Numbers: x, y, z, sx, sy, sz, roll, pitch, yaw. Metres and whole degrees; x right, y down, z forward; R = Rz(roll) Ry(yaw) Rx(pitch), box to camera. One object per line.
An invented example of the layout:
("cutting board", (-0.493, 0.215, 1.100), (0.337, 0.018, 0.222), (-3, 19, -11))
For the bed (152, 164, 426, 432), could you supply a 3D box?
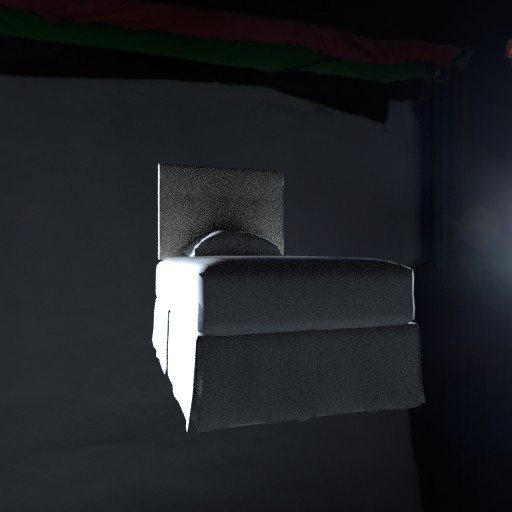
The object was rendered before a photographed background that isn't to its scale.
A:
("bed", (0.000, 0.000, 3.051), (1.261, 1.571, 1.997), (0, 0, -18))
